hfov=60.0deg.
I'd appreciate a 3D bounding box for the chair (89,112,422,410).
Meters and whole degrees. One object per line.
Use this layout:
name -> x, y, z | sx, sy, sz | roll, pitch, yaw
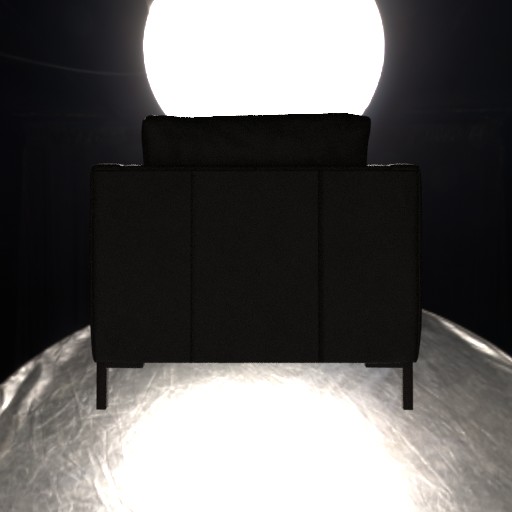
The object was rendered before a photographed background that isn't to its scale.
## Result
chair -> 0.000, 0.000, 1.517 | 0.967, 0.824, 0.861 | 0, -1, 0
